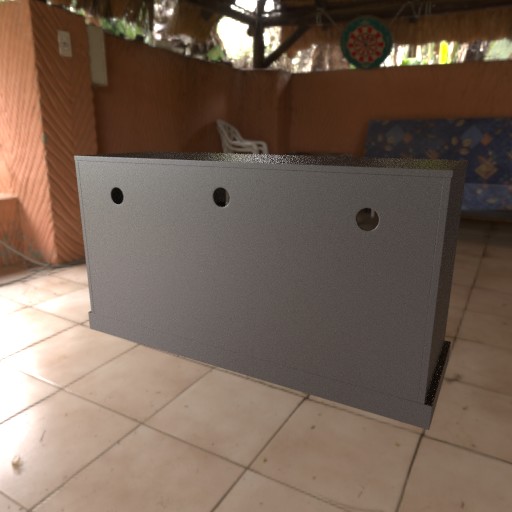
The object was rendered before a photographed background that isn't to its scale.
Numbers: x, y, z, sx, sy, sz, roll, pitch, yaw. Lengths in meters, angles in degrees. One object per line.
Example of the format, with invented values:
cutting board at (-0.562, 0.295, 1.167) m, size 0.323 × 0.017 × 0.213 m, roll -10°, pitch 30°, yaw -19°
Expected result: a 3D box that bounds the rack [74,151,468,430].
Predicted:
rack at (0.000, 0.000, 1.465) m, size 1.206 × 0.635 × 0.399 m, roll 9°, pitch 18°, yaw 28°
